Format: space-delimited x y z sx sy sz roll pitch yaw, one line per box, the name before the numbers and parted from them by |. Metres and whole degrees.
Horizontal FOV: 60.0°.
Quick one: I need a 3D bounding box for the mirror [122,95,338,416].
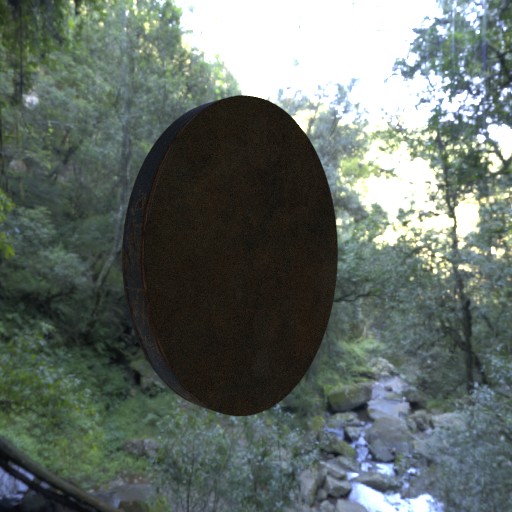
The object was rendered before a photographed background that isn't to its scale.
mirror | 0.000 0.000 0.858 0.061 0.585 0.585 1 2 37
